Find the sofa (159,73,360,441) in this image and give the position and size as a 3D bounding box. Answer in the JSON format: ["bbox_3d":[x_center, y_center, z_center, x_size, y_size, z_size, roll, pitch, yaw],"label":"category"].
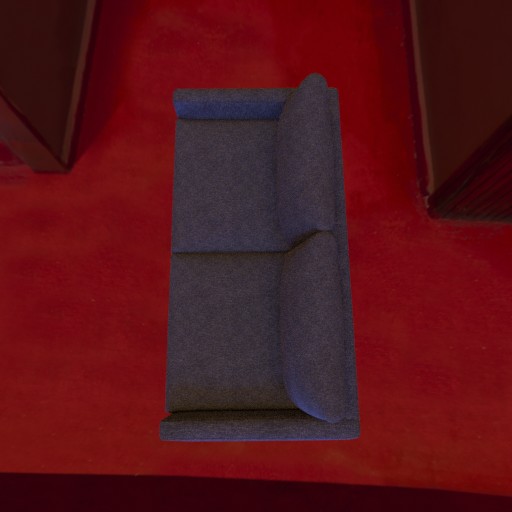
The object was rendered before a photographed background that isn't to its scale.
[{"bbox_3d":[0.000,0.000,2.248,0.866,0.862,1.716,-1,76,0],"label":"sofa"}]
